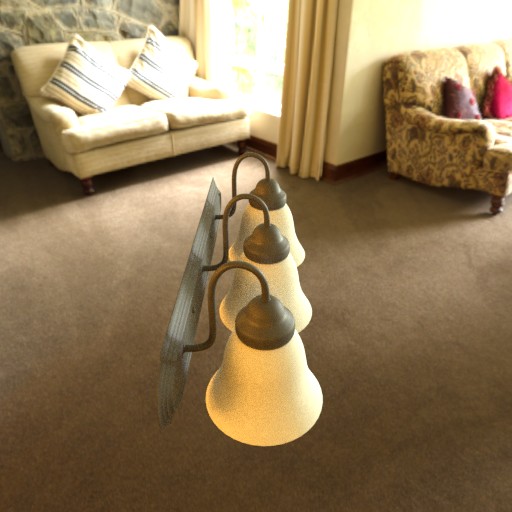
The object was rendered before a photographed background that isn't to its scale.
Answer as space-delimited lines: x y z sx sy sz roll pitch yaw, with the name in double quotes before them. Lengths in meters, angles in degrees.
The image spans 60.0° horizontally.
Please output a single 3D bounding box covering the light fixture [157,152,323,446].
"light fixture" 0.000 0.000 0.733 0.199 0.222 0.610 1 32 1
